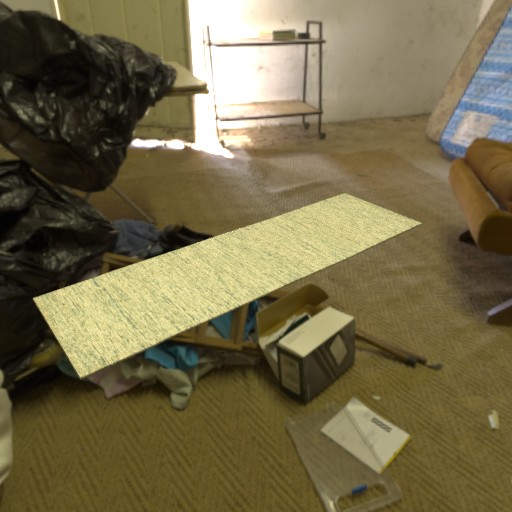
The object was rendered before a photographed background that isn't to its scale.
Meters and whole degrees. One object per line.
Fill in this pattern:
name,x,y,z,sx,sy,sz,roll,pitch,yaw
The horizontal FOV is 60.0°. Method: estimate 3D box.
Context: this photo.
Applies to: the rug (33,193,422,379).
rug,0.000,0.000,2.586,2.290,0.014,0.700,-21,36,-32
